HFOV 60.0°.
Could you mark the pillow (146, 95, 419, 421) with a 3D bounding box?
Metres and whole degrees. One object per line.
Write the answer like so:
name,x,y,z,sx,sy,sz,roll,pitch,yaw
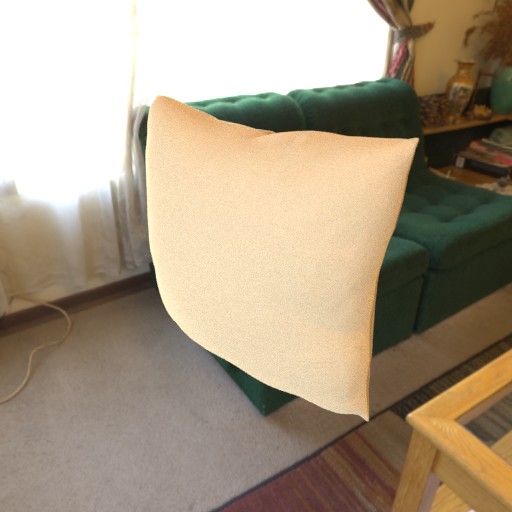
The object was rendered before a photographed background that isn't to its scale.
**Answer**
pillow,0.000,0.000,0.712,0.450,0.448,0.245,22,36,34
